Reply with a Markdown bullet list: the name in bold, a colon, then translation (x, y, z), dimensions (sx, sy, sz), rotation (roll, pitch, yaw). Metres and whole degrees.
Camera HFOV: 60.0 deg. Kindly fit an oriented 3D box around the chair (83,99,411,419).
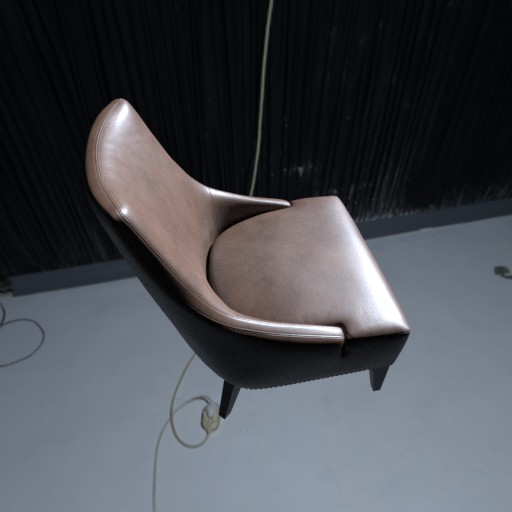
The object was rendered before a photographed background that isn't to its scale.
- **chair**: translation (0.000, 0.000, 1.454), dimensions (0.861, 0.909, 0.701), rotation (-8, 46, -8)
